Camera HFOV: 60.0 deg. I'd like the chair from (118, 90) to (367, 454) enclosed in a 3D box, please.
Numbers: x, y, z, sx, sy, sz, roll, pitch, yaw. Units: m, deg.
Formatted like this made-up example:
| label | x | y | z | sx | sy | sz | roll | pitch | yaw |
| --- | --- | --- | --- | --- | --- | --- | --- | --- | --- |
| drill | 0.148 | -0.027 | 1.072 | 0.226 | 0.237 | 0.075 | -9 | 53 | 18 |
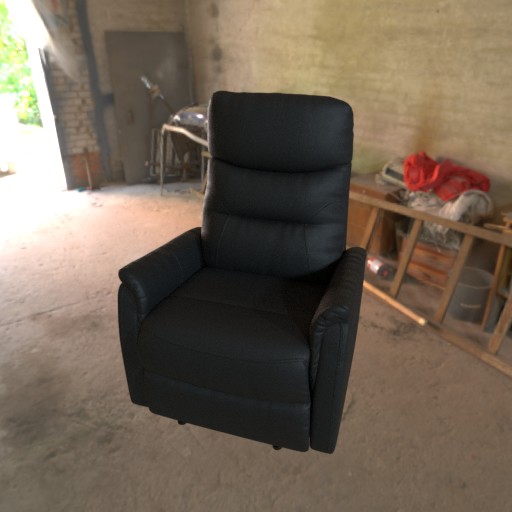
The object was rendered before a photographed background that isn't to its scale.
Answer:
| label | x | y | z | sx | sy | sz | roll | pitch | yaw |
| --- | --- | --- | --- | --- | --- | --- | --- | --- | --- |
| chair | 0.000 | 0.000 | 1.636 | 0.775 | 1.082 | 0.831 | 8 | 28 | 16 |
